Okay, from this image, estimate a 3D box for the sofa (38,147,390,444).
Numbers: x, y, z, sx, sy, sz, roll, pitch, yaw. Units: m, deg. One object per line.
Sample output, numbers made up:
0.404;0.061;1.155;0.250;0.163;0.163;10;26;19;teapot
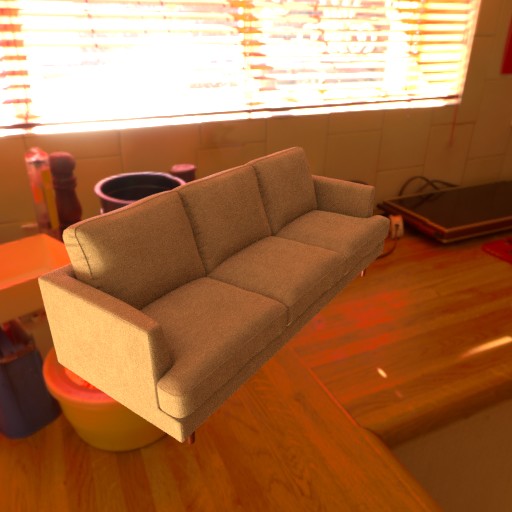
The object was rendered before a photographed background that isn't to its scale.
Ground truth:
0.000;0.000;2.705;0.903;0.930;2.246;18;31;31;sofa
